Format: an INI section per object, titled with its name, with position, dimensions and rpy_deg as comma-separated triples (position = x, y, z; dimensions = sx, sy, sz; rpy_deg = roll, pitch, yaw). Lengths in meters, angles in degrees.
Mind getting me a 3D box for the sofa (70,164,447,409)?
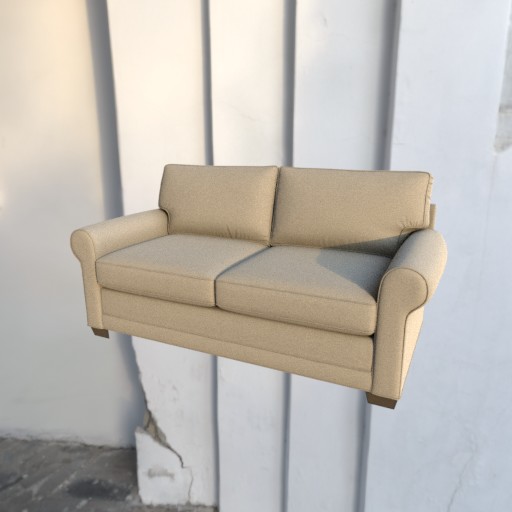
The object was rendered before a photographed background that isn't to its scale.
[sofa]
position = 0.000, 0.000, 2.459
dimensions = 1.930, 0.952, 0.940
rpy_deg = 7, 16, 25
